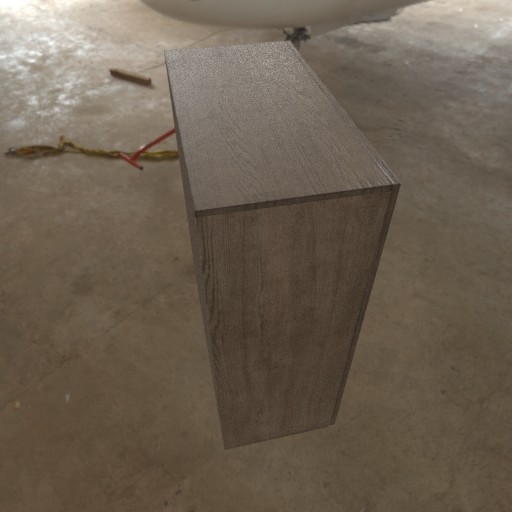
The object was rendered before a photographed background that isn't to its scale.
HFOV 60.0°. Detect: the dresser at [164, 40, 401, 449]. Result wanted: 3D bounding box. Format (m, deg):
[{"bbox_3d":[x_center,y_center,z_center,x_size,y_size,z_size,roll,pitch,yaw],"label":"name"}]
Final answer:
[{"bbox_3d":[0.000,0.000,1.783,0.483,1.295,0.967,-9,45,-9],"label":"dresser"}]
